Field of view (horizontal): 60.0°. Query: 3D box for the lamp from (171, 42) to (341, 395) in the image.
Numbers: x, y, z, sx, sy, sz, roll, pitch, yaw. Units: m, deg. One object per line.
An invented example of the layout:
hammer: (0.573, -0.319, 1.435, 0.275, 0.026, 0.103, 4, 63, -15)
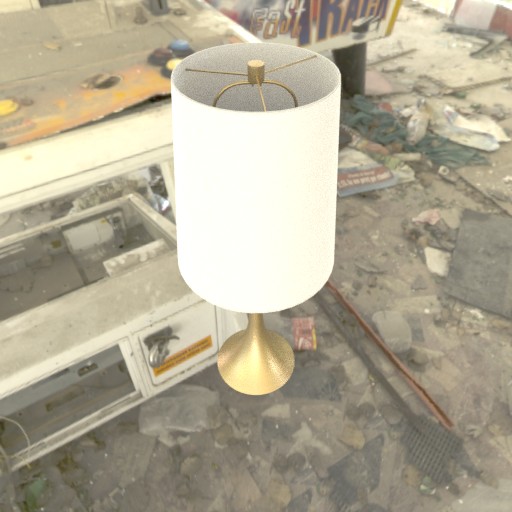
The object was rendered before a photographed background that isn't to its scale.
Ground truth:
lamp: (0.000, 0.000, 0.666, 0.231, 0.569, 0.231, 0, 45, 0)
